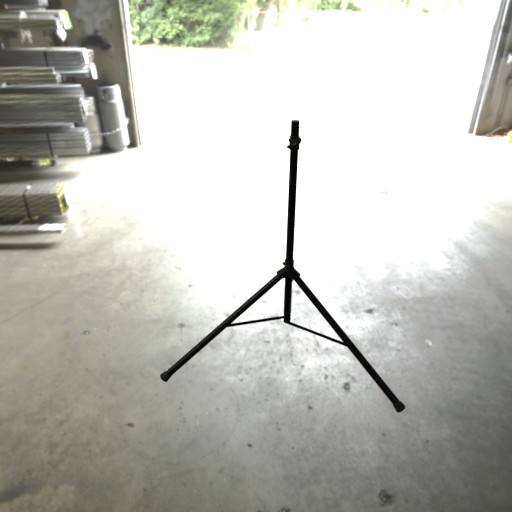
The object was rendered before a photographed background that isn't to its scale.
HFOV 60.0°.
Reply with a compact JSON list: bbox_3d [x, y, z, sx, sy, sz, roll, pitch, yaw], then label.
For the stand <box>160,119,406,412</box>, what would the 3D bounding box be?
[{"bbox_3d":[0.000,0.000,2.713,1.339,1.595,1.596,-11,31,-18],"label":"stand"}]
